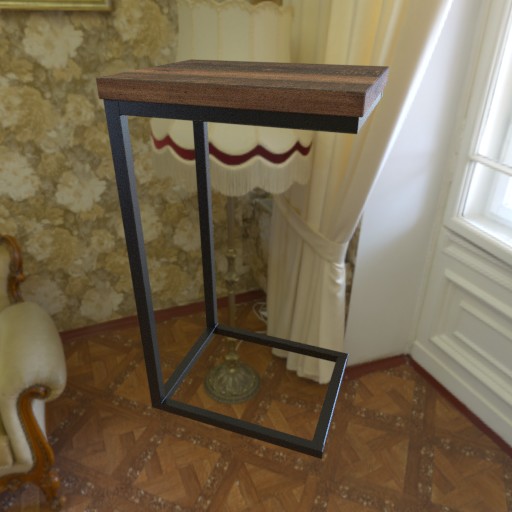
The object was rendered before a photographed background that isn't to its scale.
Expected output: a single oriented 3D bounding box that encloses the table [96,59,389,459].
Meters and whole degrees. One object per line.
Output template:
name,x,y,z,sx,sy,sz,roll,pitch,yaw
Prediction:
table,0.000,0.000,0.929,0.414,0.718,0.323,10,30,17
